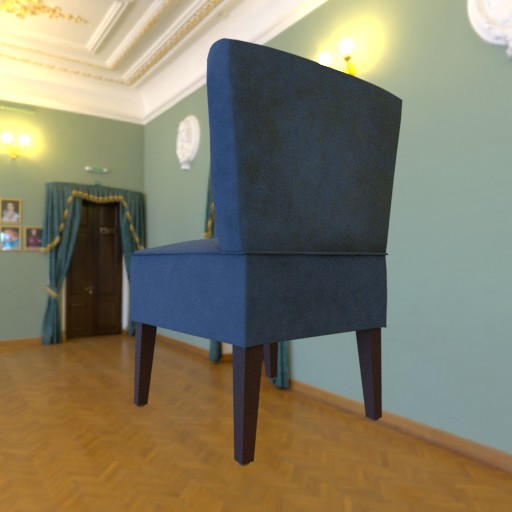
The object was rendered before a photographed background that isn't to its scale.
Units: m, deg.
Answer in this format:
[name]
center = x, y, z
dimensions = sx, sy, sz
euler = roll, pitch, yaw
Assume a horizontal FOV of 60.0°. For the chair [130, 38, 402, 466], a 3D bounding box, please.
[chair]
center = 0.000, 0.000, 1.149
dimensions = 0.521, 0.806, 0.551
euler = 0, -1, -37
